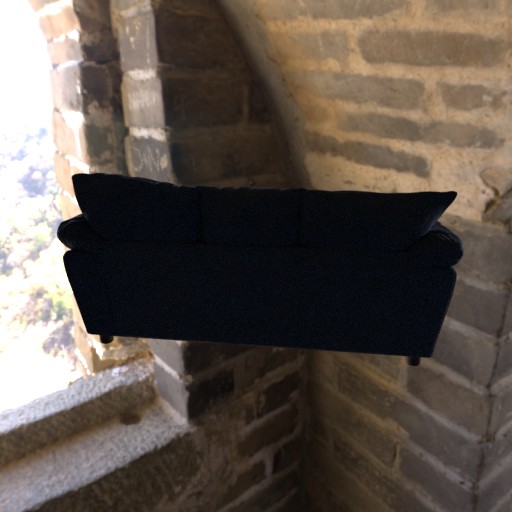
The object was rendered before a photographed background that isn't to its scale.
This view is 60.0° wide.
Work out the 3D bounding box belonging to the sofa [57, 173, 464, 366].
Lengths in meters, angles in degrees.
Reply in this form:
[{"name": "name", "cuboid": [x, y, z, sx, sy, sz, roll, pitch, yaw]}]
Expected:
[{"name": "sofa", "cuboid": [0.000, 0.000, 2.874, 2.390, 1.091, 0.907, 2, 17, 8]}]
